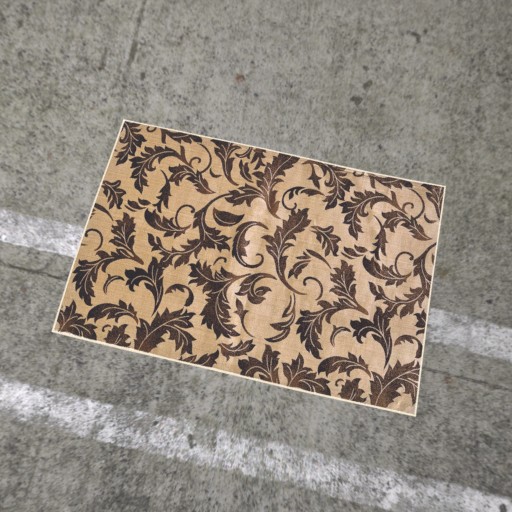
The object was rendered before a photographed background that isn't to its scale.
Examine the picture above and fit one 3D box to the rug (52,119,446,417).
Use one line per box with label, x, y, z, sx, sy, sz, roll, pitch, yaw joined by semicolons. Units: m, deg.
rug;0.000;0.000;2.872;2.284;0.008;1.522;12;76;3
